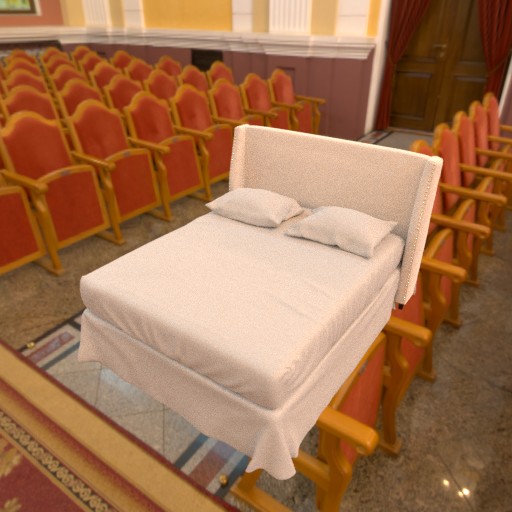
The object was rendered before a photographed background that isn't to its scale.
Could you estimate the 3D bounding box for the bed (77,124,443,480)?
[{"bbox_3d":[0.000,0.000,3.358,1.925,1.332,2.276,19,35,30],"label":"bed"}]
